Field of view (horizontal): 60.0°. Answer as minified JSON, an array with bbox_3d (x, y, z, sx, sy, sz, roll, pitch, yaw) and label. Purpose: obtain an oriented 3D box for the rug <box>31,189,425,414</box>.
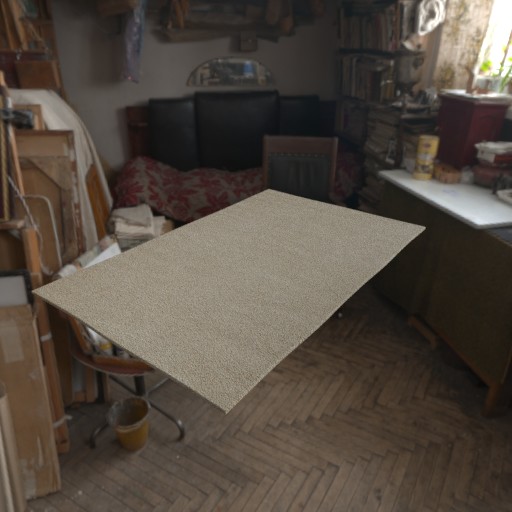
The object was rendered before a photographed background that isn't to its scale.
[{"bbox_3d":[0.000,0.000,3.008,1.500,0.025,2.346,19,33,33],"label":"rug"}]
